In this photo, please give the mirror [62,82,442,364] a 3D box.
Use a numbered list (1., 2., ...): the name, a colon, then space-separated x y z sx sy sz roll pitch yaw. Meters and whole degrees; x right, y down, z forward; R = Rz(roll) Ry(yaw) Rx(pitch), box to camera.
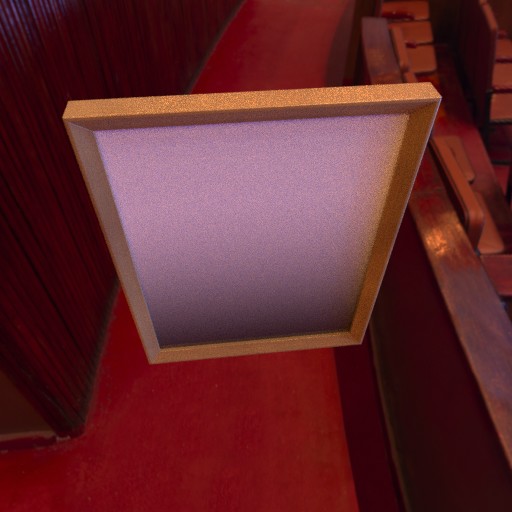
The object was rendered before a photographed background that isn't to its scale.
1. mirror: 0.000 0.000 0.671 0.406 0.509 0.041 -5 47 -4
